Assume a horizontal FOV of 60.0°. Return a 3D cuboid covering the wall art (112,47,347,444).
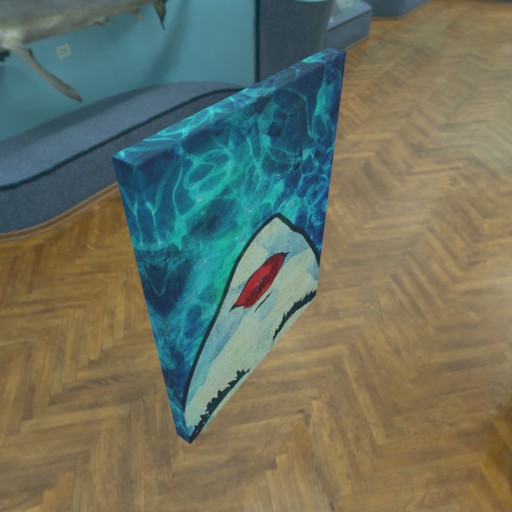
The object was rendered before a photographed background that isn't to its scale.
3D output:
[{"bbox_3d":[0.000,0.000,0.855,0.038,0.635,0.508,25,47,26],"label":"wall art"}]
